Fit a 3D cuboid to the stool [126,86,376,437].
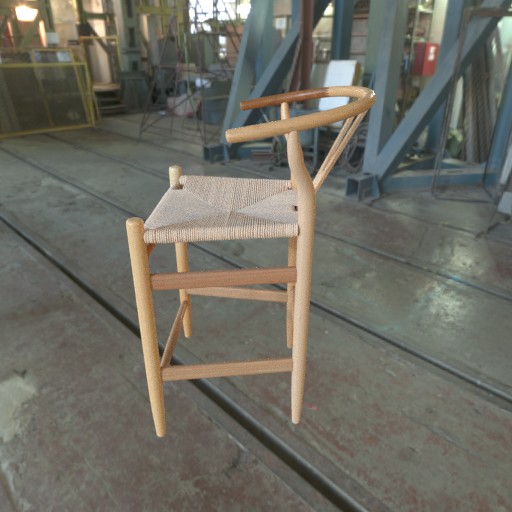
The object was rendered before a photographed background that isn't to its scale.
[{"bbox_3d":[0.000,0.000,1.297,0.575,0.923,0.536,1,25,1],"label":"stool"}]
